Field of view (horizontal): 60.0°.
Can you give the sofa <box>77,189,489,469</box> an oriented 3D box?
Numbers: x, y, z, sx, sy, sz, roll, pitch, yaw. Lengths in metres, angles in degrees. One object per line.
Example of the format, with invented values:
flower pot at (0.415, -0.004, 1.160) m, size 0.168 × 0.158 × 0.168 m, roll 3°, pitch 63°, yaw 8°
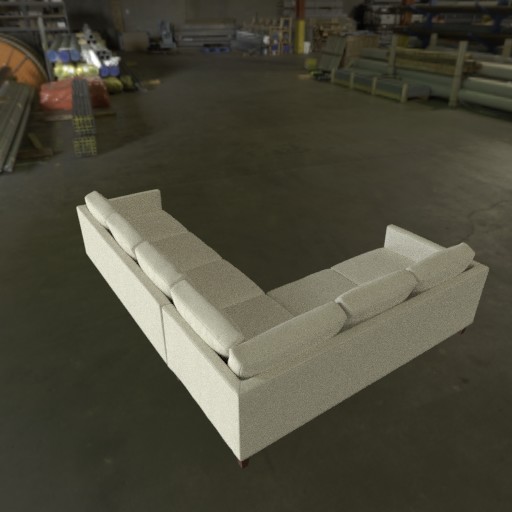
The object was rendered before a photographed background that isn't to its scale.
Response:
sofa at (0.000, 0.000, 4.246) m, size 2.432 × 0.863 × 3.182 m, roll -19°, pitch 35°, yaw -29°
